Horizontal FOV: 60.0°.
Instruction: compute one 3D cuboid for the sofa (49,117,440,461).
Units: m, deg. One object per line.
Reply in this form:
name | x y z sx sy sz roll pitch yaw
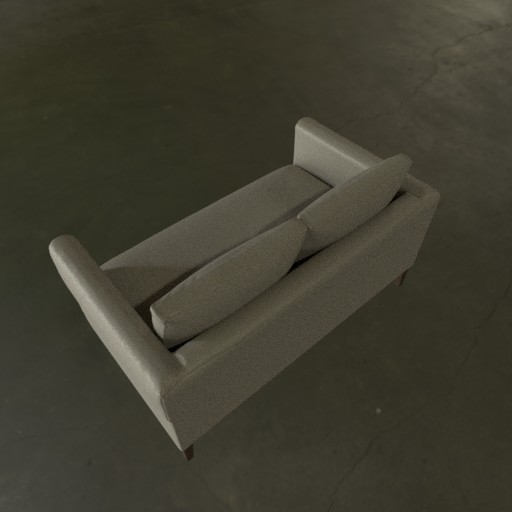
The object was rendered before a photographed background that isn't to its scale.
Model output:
sofa | 0.000 0.000 2.174 1.598 0.873 0.899 -32 56 -26
